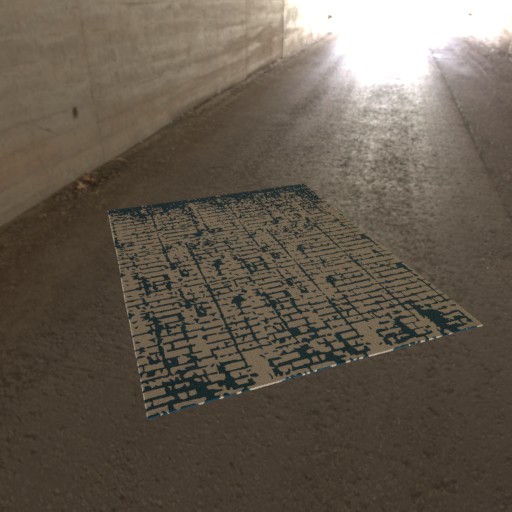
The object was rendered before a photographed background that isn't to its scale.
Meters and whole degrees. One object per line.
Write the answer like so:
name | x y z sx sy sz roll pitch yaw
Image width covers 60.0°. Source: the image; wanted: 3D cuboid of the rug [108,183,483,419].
rug | 0.000 0.000 4.089 2.416 0.014 3.017 -11 32 -17
